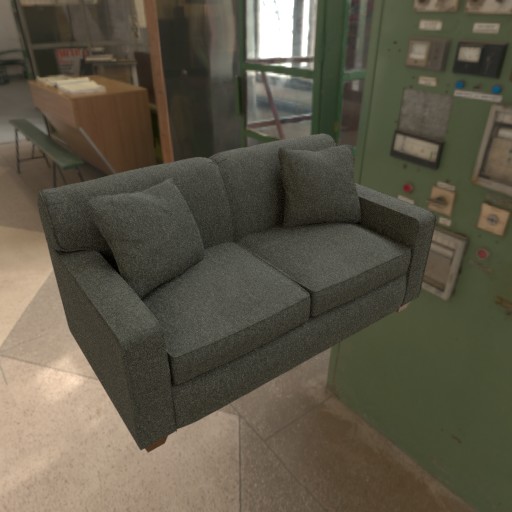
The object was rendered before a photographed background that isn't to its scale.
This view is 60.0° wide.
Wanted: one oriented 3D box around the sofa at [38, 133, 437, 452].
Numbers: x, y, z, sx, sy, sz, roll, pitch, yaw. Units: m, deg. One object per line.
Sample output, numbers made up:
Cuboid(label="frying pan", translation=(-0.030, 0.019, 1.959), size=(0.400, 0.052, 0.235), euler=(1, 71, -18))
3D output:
Cuboid(label="sofa", translation=(0.000, 0.000, 2.382), size=(1.846, 0.958, 0.998), euler=(-20, 35, -31))
